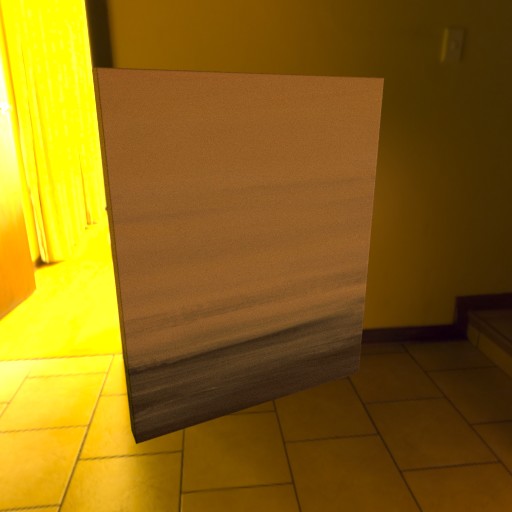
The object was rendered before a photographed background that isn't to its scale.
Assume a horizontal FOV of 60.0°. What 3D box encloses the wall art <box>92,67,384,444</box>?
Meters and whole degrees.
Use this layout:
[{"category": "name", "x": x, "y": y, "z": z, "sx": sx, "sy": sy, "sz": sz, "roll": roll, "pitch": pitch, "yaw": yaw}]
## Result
[{"category": "wall art", "x": 0.000, "y": 0.000, "z": 0.799, "sx": 0.489, "sy": 0.608, "sz": 0.040, "roll": -9, "pitch": 21, "yaw": -25}]
